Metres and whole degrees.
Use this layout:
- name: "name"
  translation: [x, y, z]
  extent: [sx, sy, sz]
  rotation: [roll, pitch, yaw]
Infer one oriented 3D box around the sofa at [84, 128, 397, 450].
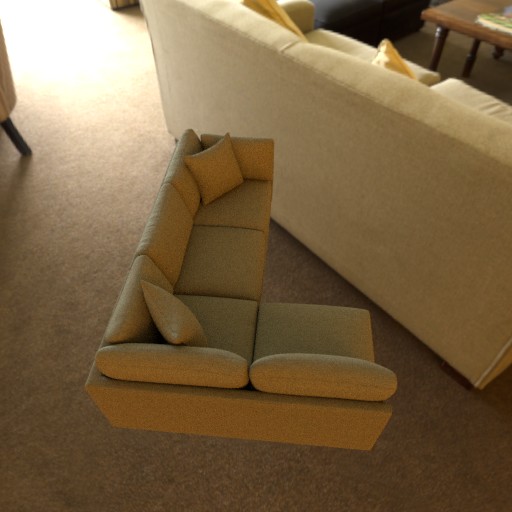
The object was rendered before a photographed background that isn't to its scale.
- name: "sofa"
  translation: [0.000, 0.000, 3.932]
  extent: [1.994, 0.978, 2.896]
  rotation: [4, 47, 4]
